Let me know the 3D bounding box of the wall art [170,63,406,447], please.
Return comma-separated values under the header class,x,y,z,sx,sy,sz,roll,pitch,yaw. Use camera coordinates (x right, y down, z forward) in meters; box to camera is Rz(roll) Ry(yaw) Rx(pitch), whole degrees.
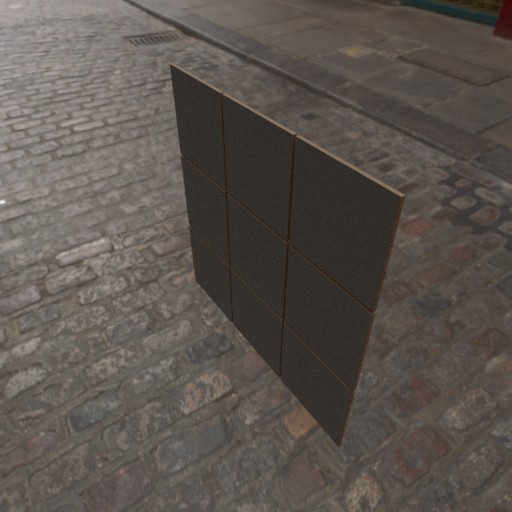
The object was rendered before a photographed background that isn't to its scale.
class,x,y,z,sx,sy,sz,roll,pitch,yaw
wall art,0.000,0.000,2.277,0.017,1.521,1.527,-24,46,-26
